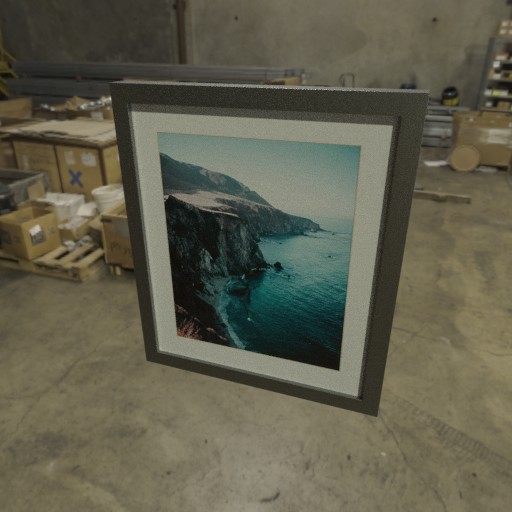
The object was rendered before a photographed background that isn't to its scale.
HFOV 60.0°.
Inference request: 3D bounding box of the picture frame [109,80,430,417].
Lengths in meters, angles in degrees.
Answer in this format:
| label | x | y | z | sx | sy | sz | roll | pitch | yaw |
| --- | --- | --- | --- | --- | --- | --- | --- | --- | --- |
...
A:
| label | x | y | z | sx | sy | sz | roll | pitch | yaw |
| --- | --- | --- | --- | --- | --- | --- | --- | --- | --- |
| picture frame | 0.000 | 0.000 | 1.346 | 0.839 | 0.968 | 0.073 | 9 | 27 | 17 |
